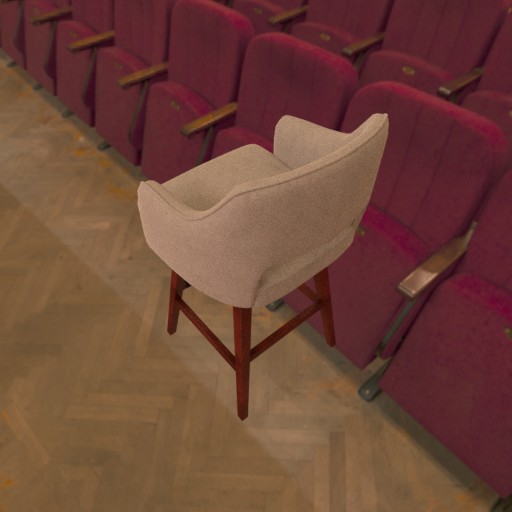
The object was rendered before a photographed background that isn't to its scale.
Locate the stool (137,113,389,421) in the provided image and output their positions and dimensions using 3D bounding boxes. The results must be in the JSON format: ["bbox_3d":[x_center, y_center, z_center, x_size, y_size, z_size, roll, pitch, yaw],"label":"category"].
[{"bbox_3d":[0.000,0.000,1.363,0.548,1.012,0.558,-32,55,-26],"label":"stool"}]
